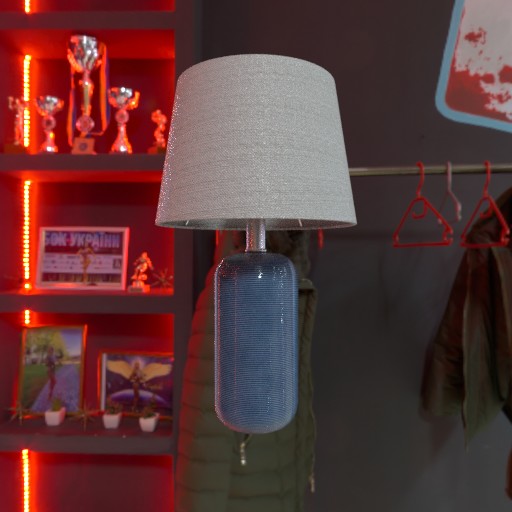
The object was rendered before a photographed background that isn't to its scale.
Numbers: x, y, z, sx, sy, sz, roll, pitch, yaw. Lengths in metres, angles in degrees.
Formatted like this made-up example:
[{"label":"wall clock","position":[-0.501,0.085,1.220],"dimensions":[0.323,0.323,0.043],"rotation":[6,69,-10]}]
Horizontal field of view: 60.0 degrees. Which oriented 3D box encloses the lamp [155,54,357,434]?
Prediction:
[{"label":"lamp","position":[0.000,0.000,0.570],"dimensions":[0.253,0.428,0.253],"rotation":[0,1,0]}]
